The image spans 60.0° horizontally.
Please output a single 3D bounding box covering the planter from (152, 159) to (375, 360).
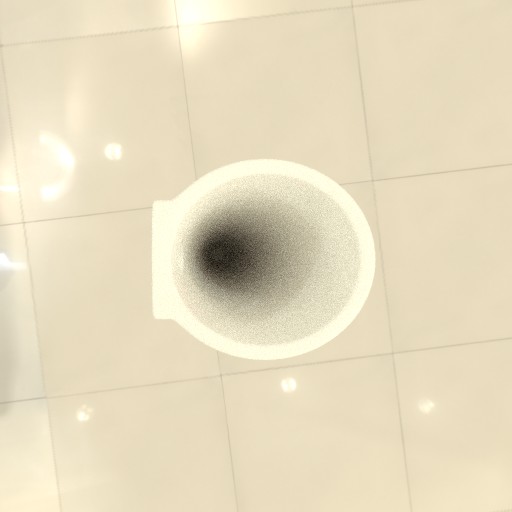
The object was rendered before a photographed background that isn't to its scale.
[{"bbox_3d":[0.000,0.000,0.222,0.064,0.193,0.057,0,91,-1],"label":"planter"}]
